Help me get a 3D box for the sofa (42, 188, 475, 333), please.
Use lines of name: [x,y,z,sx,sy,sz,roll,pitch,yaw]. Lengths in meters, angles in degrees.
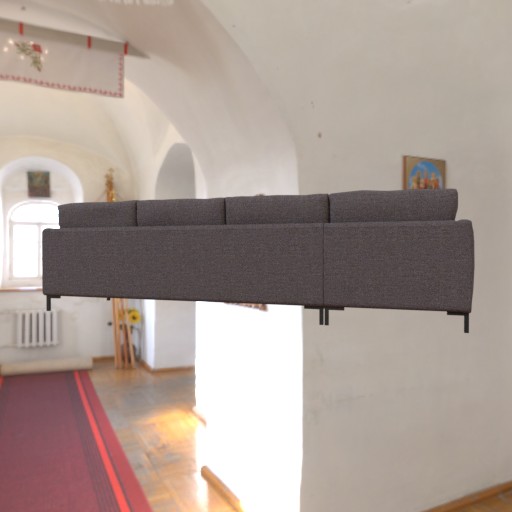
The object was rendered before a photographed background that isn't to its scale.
sofa: [0.000,0.000,3.199,2.731,0.754,1.258,0,1,18]
